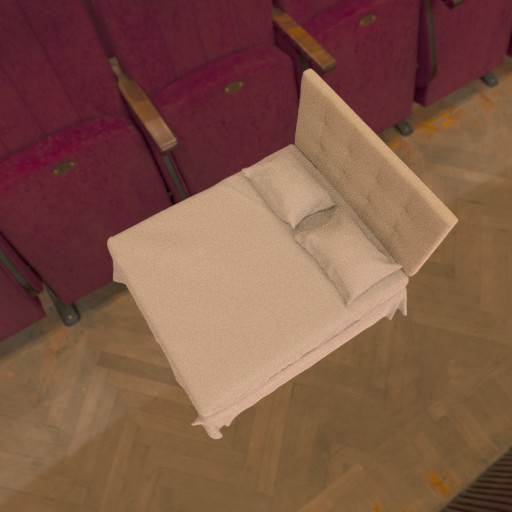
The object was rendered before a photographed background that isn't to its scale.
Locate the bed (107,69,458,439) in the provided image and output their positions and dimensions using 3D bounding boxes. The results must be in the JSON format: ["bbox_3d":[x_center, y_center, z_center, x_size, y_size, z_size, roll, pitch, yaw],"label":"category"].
[{"bbox_3d":[0.000,0.000,3.575,2.222,1.577,1.936,-30,68,-14],"label":"bed"}]
